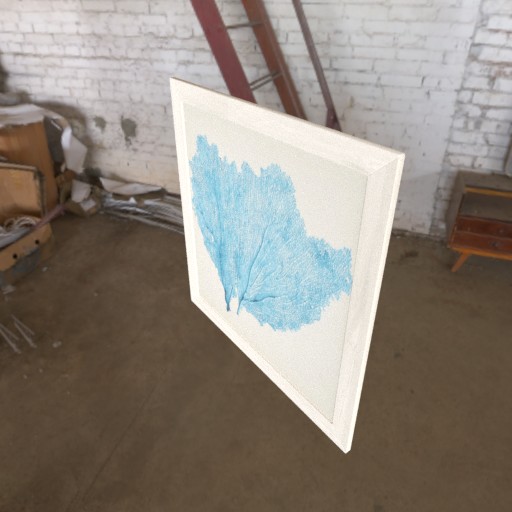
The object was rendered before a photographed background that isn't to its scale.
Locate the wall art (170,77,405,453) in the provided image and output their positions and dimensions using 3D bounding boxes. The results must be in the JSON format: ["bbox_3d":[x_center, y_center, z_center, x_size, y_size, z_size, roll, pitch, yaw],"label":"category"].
[{"bbox_3d":[0.000,0.000,0.881,0.013,0.584,0.584,-22,38,-30],"label":"wall art"}]
